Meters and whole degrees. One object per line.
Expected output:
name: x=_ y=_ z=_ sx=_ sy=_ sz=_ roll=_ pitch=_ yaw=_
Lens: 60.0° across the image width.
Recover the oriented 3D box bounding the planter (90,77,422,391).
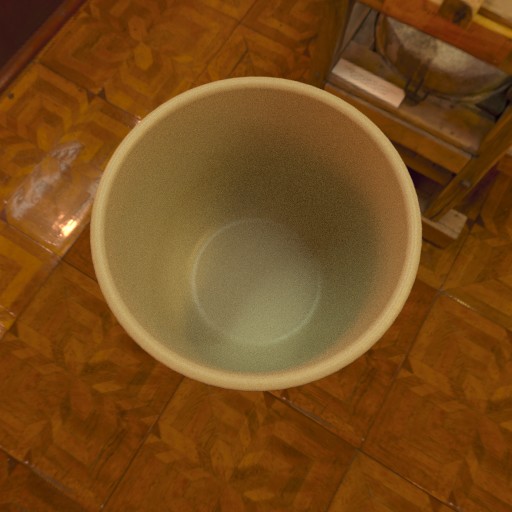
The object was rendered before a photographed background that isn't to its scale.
planter: x=0.000 y=0.000 z=0.217 sx=0.124 sy=0.109 sz=0.124 roll=0 pitch=75 yaw=0
